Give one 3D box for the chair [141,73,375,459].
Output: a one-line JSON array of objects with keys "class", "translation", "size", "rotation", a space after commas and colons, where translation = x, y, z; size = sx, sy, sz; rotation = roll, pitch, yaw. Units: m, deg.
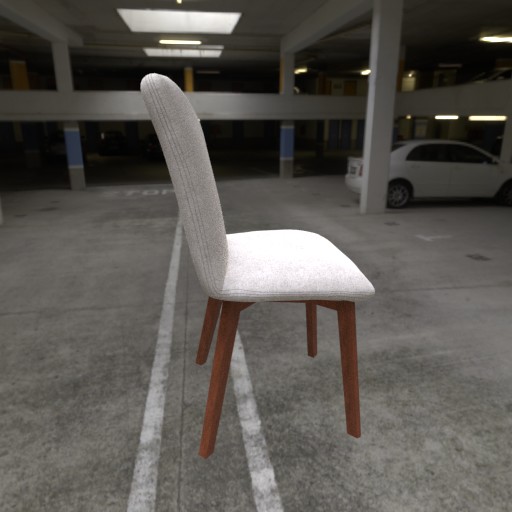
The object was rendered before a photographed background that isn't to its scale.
[{"class": "chair", "translation": [0.000, 0.000, 1.317], "size": [0.563, 0.974, 0.522], "rotation": [-3, 18, -8]}]
